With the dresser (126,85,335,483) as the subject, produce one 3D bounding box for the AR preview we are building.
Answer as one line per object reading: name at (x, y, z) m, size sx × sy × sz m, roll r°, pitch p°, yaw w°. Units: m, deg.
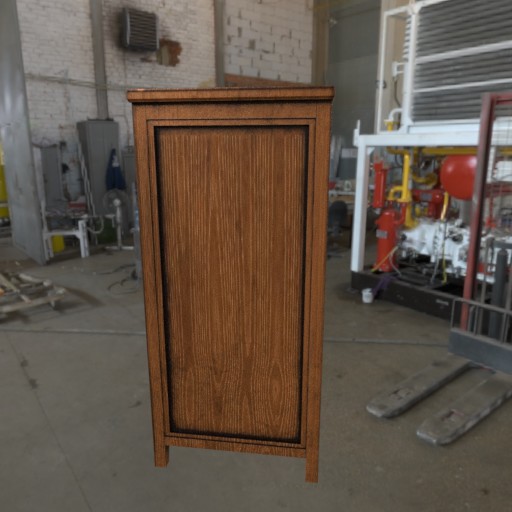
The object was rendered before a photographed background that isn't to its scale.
dresser at (0.000, 0.000, 1.927) m, size 0.591 × 1.224 × 1.250 m, roll 2°, pitch 14°, yaw 8°
